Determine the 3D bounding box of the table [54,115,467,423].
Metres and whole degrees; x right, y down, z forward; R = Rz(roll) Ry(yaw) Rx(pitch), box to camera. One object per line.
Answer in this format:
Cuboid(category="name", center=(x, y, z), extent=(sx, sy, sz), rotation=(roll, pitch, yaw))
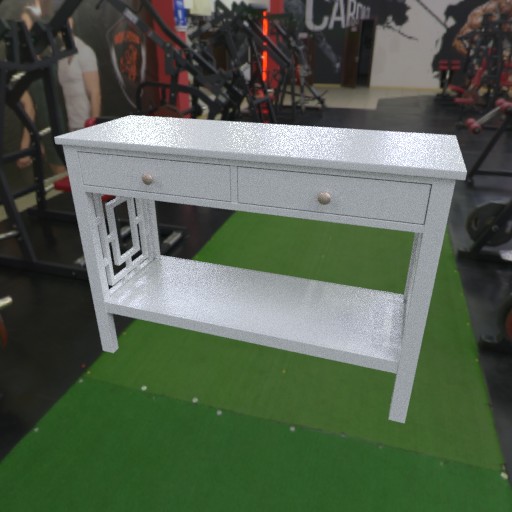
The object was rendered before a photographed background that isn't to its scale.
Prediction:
Cuboid(category="table", center=(0.000, 0.000, 1.417), extent=(1.068, 0.753, 0.397), rotation=(9, 28, 17))
